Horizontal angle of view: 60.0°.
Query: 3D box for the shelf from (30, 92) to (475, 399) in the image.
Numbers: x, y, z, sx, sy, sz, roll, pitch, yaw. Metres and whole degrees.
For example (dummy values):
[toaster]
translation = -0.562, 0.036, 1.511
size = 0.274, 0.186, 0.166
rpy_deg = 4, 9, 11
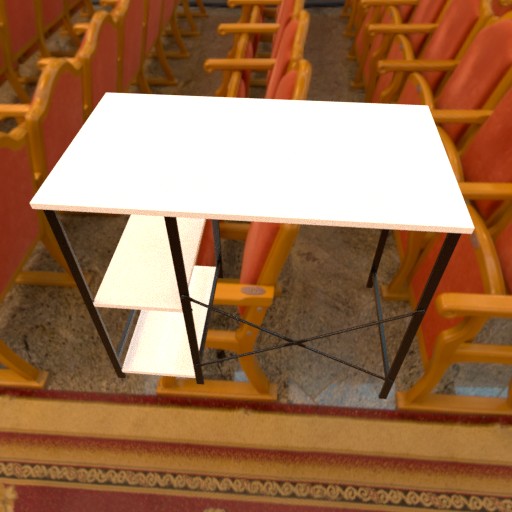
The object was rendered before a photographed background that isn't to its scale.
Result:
[shelf]
translation = 0.000, 0.000, 1.336
size = 0.902, 0.750, 0.498
rpy_deg = 4, 46, 3
